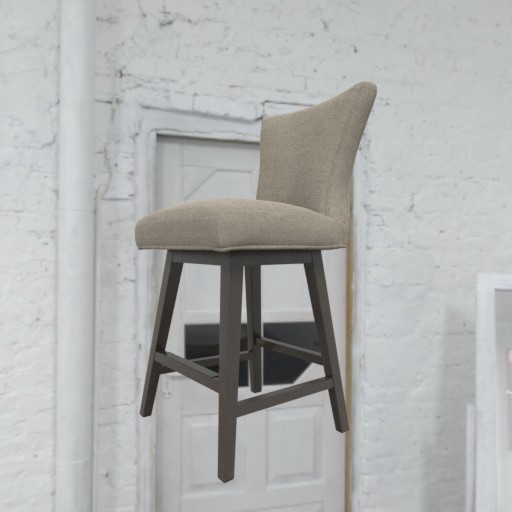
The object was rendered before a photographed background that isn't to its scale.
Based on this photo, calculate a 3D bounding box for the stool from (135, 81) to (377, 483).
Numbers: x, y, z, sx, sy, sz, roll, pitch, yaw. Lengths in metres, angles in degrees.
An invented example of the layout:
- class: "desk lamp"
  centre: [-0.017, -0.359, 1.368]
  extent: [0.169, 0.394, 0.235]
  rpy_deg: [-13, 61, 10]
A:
- class: "stool"
  centre: [0.000, 0.000, 1.334]
  extent: [0.574, 1.000, 0.514]
  rpy_deg: [-1, 2, -36]
